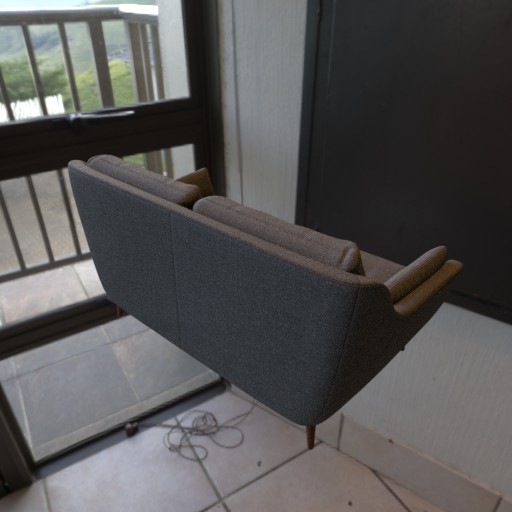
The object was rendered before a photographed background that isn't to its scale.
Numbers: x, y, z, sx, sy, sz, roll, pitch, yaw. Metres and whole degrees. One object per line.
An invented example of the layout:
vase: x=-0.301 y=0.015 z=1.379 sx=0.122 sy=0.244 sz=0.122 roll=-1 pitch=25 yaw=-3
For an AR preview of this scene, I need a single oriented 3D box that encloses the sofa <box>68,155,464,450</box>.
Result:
sofa: x=0.000 y=0.000 z=2.127 sx=1.646 sy=0.887 sz=0.976 roll=24 pitch=39 yaw=33
